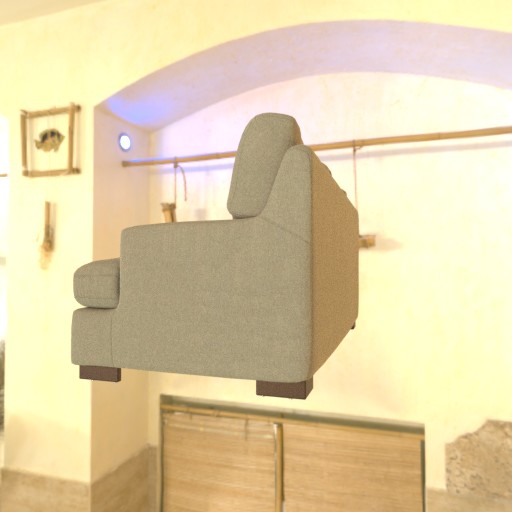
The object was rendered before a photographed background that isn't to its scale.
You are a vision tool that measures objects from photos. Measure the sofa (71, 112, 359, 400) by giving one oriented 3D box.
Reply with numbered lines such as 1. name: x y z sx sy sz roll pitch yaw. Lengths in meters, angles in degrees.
1. sofa: 0.000 0.000 2.427 0.962 0.980 1.855 0 -1 18
